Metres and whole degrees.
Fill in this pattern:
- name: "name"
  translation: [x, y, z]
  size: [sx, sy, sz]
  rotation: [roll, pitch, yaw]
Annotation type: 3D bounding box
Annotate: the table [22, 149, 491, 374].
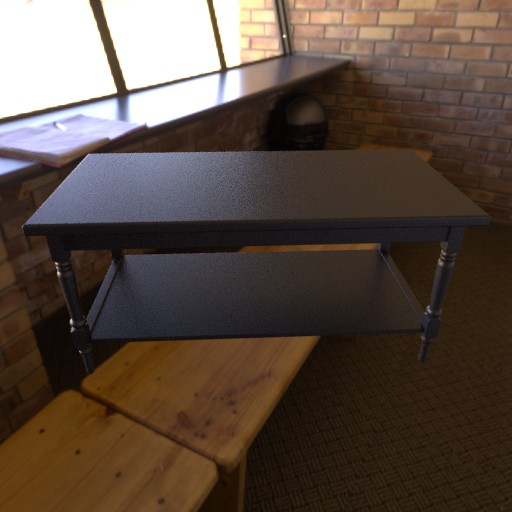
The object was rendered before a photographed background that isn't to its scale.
- name: "table"
  translation: [0.000, 0.000, 1.407]
  size: [1.107, 0.510, 0.550]
  rotation: [-1, 30, -2]
